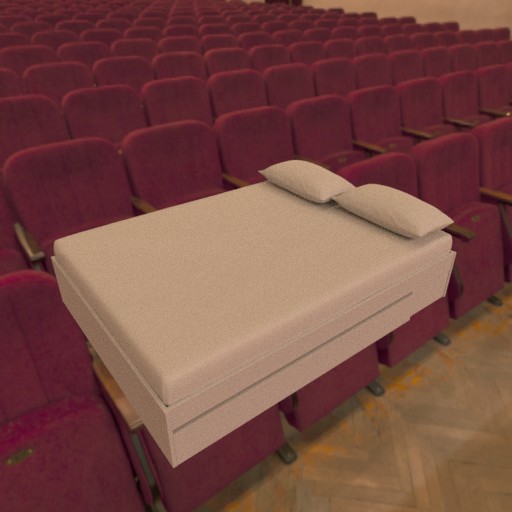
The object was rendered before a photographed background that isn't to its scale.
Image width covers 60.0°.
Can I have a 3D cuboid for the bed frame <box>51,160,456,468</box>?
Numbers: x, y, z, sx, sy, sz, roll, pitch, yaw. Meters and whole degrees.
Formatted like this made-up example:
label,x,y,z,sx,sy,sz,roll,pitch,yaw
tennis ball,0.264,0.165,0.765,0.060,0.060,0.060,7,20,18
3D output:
label,x,y,z,sx,sy,sz,roll,pitch,yaw
bed frame,0.000,0.000,2.642,1.950,0.629,1.450,-21,36,-32
